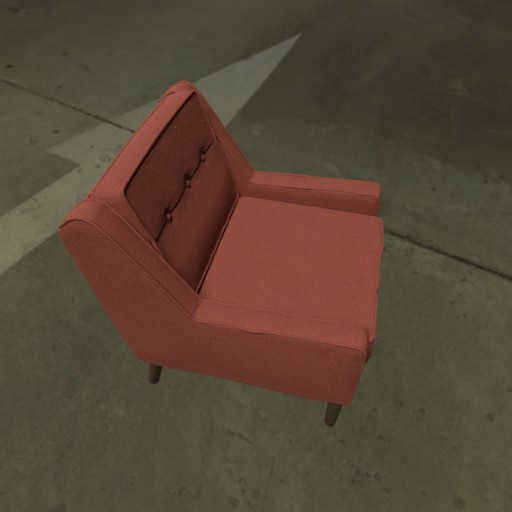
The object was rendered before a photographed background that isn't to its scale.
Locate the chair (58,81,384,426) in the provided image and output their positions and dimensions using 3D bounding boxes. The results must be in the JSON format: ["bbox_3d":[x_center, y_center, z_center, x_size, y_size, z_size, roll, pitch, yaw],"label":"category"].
[{"bbox_3d":[0.000,0.000,1.391,0.770,0.812,0.680,10,48,9],"label":"chair"}]
